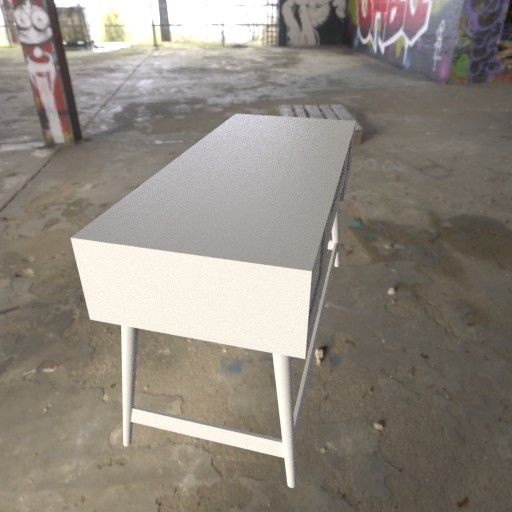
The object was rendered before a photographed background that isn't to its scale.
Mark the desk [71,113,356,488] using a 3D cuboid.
[{"bbox_3d":[0.000,0.000,1.720,0.589,0.762,1.313,8,31,13],"label":"desk"}]
